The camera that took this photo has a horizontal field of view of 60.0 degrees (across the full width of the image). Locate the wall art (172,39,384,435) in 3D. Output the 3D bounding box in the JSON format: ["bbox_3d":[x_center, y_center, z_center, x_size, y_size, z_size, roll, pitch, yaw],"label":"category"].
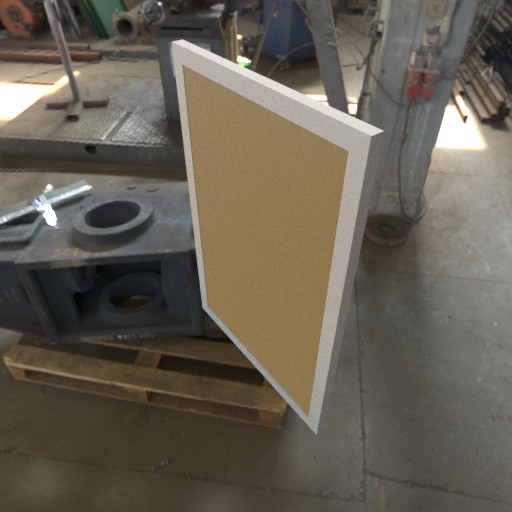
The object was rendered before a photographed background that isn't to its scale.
[{"bbox_3d":[0.000,0.000,1.443,0.038,1.143,0.764,-26,48,-27],"label":"wall art"}]
